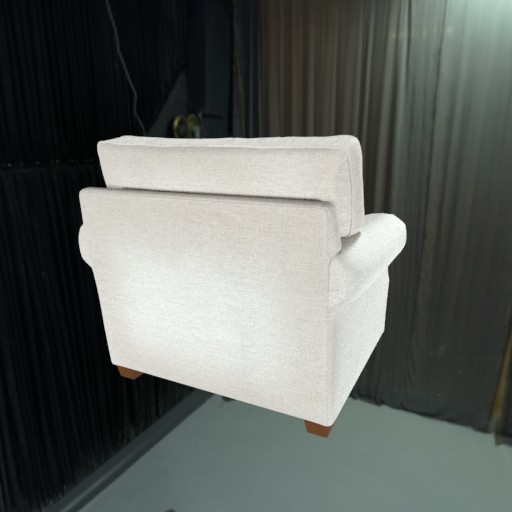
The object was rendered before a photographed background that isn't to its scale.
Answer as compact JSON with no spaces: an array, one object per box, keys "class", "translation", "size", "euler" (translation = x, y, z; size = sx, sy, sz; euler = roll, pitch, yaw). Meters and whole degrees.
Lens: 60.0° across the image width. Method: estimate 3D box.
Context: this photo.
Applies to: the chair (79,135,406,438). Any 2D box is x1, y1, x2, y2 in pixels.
[{"class":"chair","translation":[0.000,0.000,1.836],"size":[1.092,0.961,0.965],"euler":[7,16,26]}]
